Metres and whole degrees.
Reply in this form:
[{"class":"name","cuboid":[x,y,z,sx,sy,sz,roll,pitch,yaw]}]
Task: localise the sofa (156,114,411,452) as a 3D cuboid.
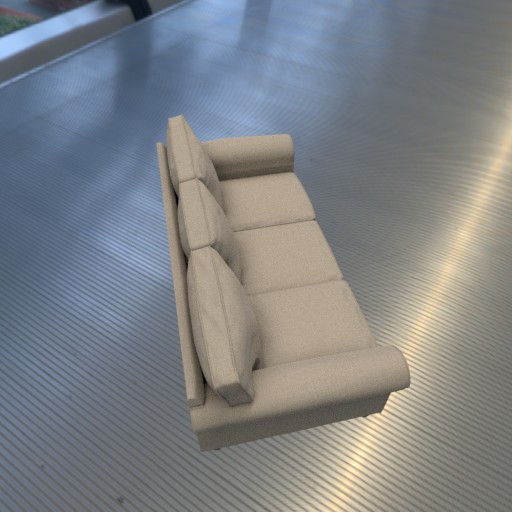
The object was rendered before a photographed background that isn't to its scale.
[{"class":"sofa","cuboid":[0.000,0.000,2.698,0.998,0.889,2.118,-9,47,-9]}]
